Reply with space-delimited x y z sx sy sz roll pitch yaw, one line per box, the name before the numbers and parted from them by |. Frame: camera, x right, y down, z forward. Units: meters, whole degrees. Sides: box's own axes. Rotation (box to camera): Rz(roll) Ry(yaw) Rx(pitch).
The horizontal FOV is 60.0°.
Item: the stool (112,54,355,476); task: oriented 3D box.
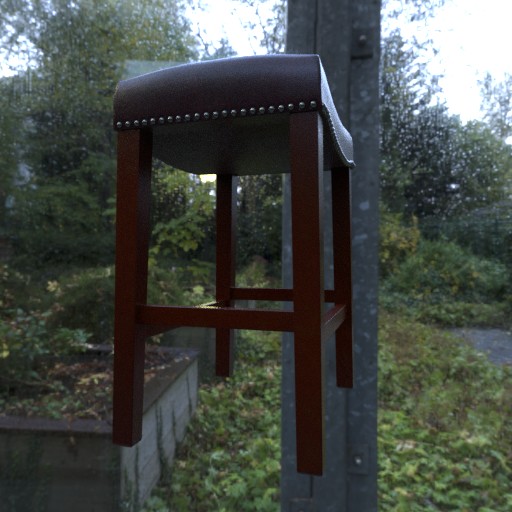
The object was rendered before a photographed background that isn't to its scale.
stool | 0.000 0.000 0.947 0.372 0.657 0.504 0 0 18
